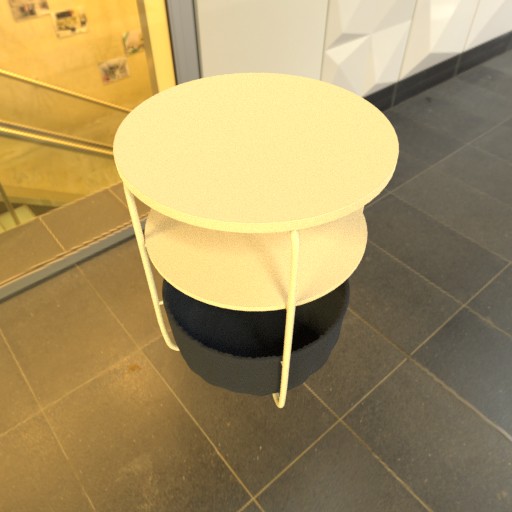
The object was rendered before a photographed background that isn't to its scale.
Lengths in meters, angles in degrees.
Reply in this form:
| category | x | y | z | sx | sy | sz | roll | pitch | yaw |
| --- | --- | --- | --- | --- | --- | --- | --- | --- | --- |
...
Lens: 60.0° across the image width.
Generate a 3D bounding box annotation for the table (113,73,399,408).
| category | x | y | z | sx | sy | sz | roll | pitch | yaw |
| --- | --- | --- | --- | --- | --- | --- | --- | --- | --- |
| table | 0.000 | 0.000 | 0.854 | 0.418 | 0.532 | 0.418 | 23 | 50 | 21 |
